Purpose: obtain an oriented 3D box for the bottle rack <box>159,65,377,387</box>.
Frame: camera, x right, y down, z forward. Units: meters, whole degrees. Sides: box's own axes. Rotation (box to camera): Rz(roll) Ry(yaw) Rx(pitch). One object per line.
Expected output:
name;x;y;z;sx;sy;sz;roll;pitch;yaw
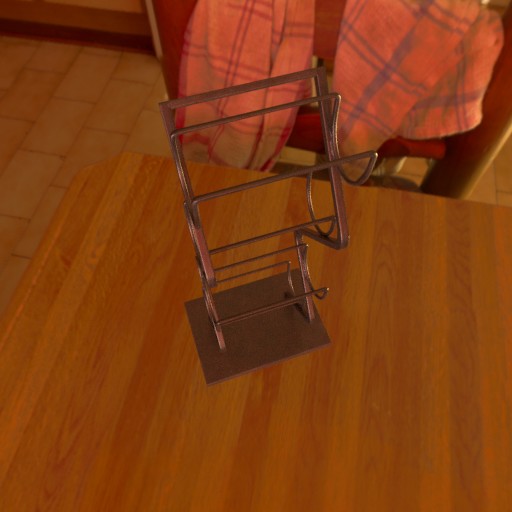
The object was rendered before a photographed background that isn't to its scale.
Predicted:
bottle rack;0.000;0.000;0.661;0.254;0.559;0.178;-16;61;-9
